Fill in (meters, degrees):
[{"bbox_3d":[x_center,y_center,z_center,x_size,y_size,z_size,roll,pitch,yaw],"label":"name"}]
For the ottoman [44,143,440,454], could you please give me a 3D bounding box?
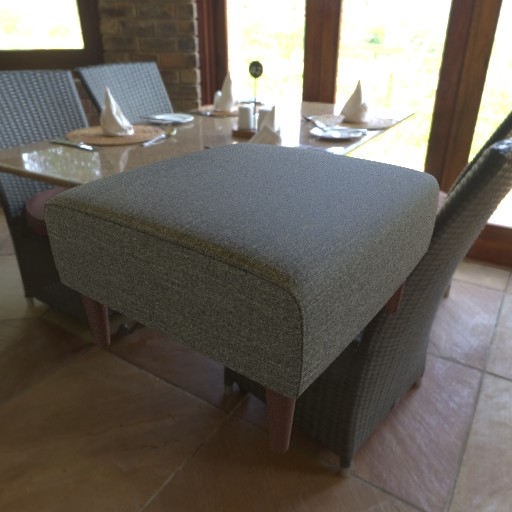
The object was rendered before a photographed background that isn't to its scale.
[{"bbox_3d":[0.000,0.000,1.042,0.648,0.399,0.655,18,31,32],"label":"ottoman"}]
